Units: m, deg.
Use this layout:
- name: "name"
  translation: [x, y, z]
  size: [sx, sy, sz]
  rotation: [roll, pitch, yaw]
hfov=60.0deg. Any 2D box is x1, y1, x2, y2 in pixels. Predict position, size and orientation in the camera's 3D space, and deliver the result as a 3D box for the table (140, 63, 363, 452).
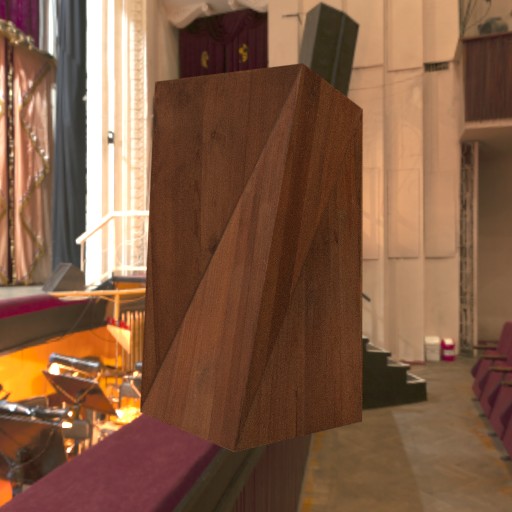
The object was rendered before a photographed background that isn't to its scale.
- name: "table"
  translation: [0.000, 0.000, 0.902]
  size: [0.425, 0.604, 0.441]
  rotation: [0, 0, 18]
